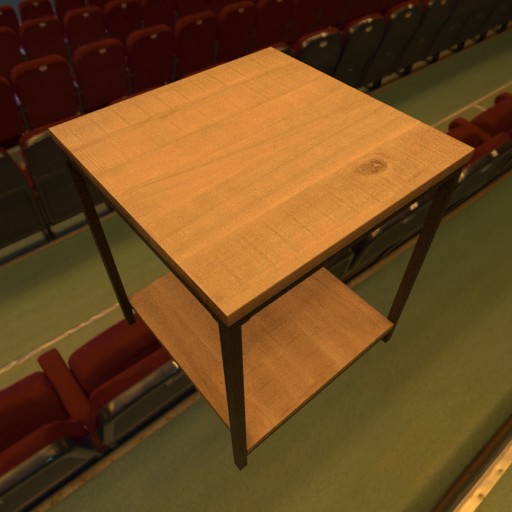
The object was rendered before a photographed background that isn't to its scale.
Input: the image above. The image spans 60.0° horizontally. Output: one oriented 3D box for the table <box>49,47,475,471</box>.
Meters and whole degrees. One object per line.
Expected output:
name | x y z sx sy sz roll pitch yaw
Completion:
table | 0.000 0.000 0.959 0.507 0.589 0.503 -32 56 -25
